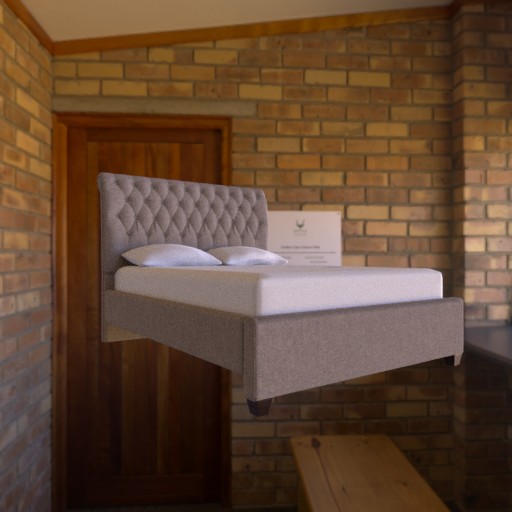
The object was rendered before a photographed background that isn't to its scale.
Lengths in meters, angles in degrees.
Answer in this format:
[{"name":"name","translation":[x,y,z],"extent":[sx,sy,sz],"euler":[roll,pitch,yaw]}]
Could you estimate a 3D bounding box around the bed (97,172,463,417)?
[{"name":"bed","translation":[0.000,0.000,3.245],"extent":[1.645,1.371,2.252],"euler":[0,0,-36]}]
